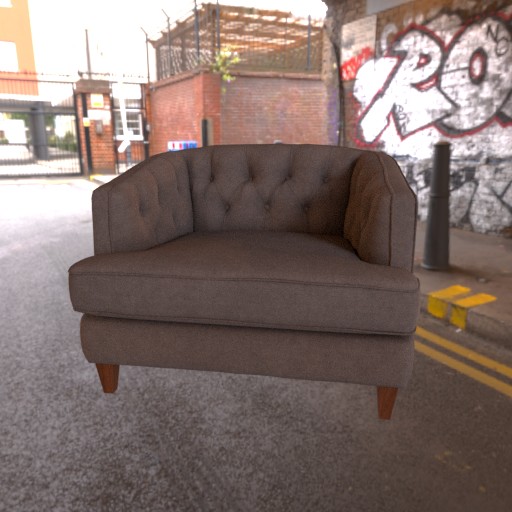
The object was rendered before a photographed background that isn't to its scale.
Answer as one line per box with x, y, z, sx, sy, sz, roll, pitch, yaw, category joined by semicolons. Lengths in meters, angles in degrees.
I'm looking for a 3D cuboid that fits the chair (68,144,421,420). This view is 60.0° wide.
0.000;0.000;1.739;1.104;0.852;0.941;2;14;9;chair
